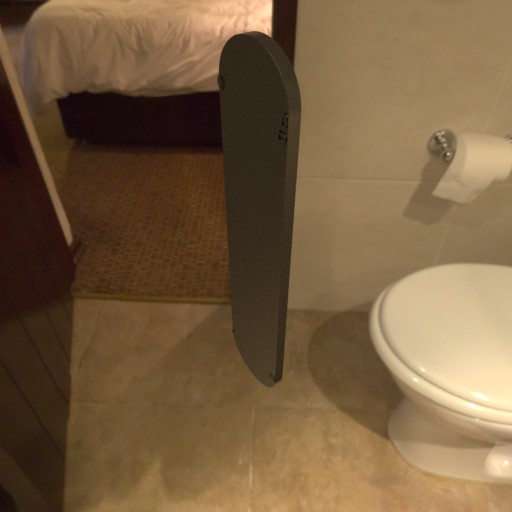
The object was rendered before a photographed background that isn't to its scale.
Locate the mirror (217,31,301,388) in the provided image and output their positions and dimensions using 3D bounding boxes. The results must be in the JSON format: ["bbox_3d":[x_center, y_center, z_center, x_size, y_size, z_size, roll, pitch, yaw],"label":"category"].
[{"bbox_3d":[0.000,0.000,1.067,0.032,0.991,0.222,-25,48,-25],"label":"mirror"}]
